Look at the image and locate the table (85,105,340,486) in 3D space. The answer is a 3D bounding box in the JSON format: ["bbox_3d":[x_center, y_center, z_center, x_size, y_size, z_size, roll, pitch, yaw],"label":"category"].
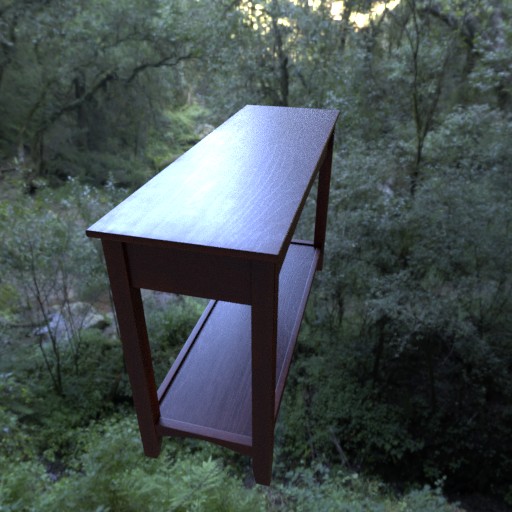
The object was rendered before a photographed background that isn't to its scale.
[{"bbox_3d":[0.000,0.000,1.512,0.392,0.739,1.188,8,31,12],"label":"table"}]
